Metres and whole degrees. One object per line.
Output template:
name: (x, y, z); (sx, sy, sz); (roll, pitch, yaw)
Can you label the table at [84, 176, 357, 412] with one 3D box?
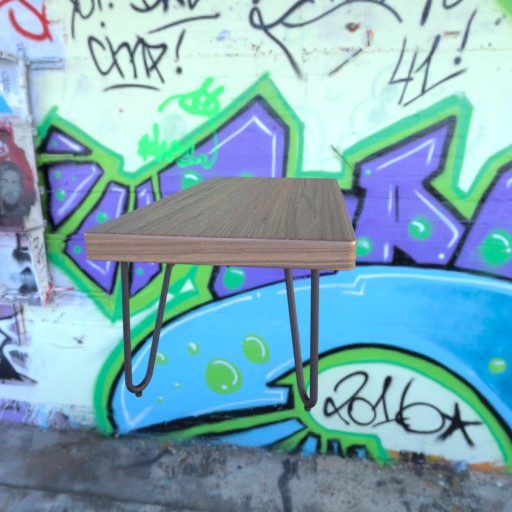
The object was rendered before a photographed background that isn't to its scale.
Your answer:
table: (0.000, 0.000, 1.707); (0.637, 0.468, 1.375); (2, 16, 8)
